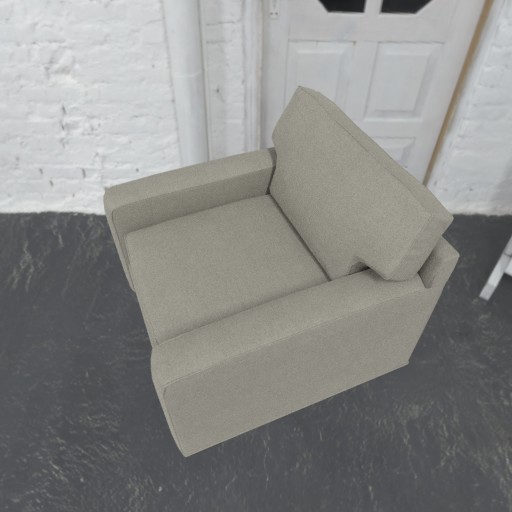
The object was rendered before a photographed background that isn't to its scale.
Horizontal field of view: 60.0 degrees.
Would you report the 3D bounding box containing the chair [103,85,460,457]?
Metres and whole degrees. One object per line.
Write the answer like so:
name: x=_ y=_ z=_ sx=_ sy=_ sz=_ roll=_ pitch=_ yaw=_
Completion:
chair: x=0.000 y=0.000 z=1.815 sx=1.044 sy=0.934 sz=0.999 roll=-17 pitch=49 yaw=-15
